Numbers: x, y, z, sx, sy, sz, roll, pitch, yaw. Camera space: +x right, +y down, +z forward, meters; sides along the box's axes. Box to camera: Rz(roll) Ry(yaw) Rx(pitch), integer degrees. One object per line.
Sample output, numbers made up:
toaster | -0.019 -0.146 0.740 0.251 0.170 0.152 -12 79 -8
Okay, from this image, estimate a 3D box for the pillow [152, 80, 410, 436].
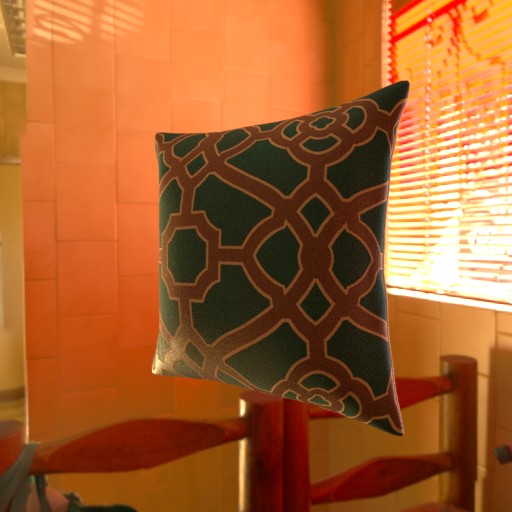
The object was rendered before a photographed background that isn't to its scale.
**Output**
pillow | 0.000 0.000 0.781 0.526 0.507 0.166 1 2 35
